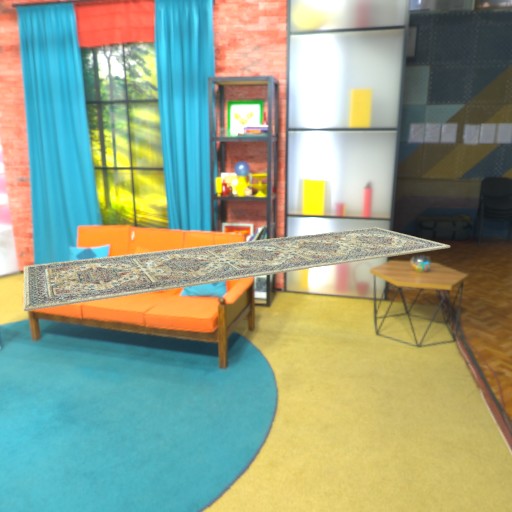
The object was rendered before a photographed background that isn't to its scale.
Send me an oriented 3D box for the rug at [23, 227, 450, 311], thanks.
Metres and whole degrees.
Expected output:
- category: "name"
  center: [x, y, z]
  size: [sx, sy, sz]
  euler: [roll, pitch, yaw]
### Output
- category: "rug"
  center: [0.000, 0.000, 2.458]
  size: [2.297, 0.013, 0.661]
  euler: [-7, 16, -26]
